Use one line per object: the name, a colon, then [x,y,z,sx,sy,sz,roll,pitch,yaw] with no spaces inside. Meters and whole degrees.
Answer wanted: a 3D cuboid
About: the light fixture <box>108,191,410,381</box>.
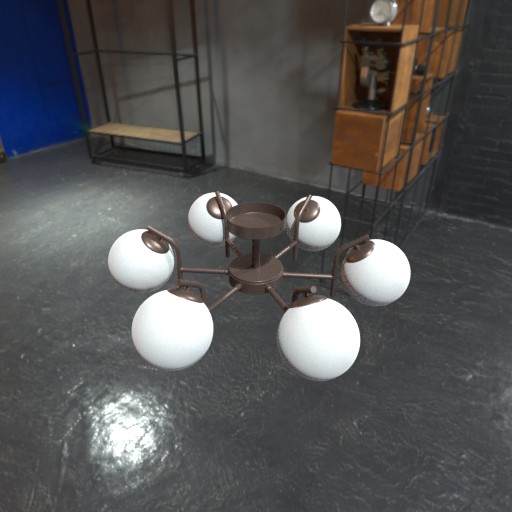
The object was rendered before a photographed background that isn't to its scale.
light fixture: [0.000,0.000,0.966,0.662,0.201,0.662,0,31,0]
